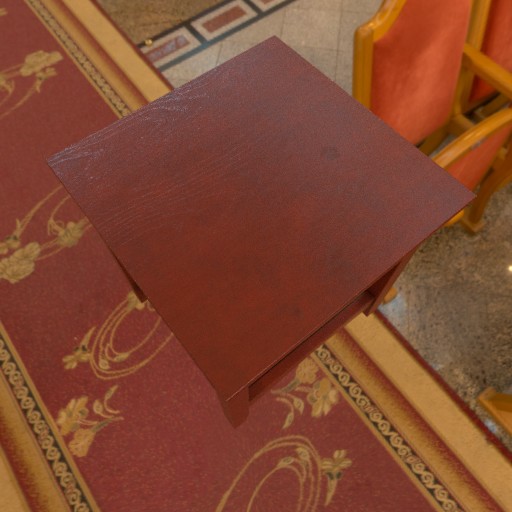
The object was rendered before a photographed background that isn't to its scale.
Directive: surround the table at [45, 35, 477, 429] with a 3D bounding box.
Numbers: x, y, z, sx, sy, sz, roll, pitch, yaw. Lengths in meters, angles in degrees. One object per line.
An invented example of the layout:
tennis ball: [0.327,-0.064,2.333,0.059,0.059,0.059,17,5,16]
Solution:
table: [0.000,0.000,0.968,0.523,0.558,0.522,-33,67,-16]
